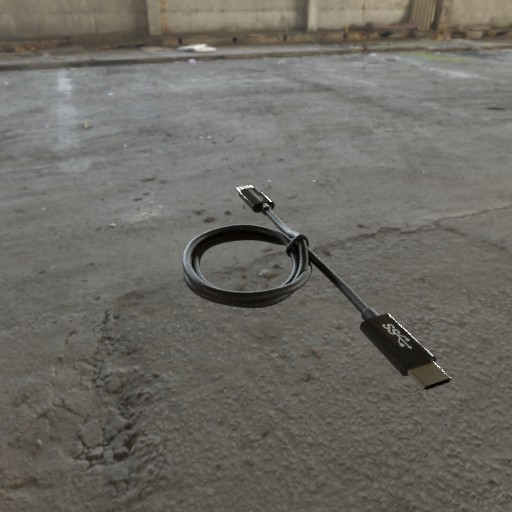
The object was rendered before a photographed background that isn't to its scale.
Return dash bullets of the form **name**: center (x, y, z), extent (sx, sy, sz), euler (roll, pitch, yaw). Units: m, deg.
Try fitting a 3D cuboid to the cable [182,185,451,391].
- **cable**: center (0.000, 0.000, 0.208), extent (0.070, 0.014, 0.186), euler (-11, 31, -18)
